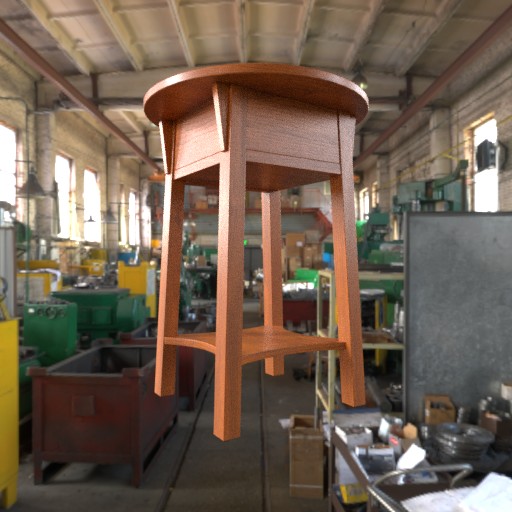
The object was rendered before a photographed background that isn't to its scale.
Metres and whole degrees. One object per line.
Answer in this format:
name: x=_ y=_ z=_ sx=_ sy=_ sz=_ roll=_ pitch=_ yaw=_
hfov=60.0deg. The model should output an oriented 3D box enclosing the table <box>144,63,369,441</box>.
table: x=0.000 y=0.000 z=0.928 sx=0.457 sy=0.610 sz=0.457 roll=0 pitch=0 yaw=0
